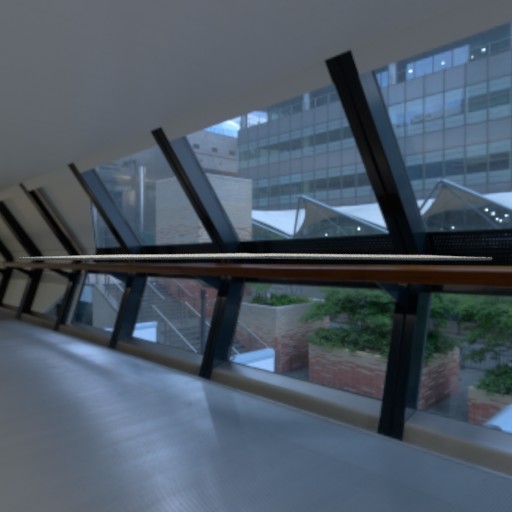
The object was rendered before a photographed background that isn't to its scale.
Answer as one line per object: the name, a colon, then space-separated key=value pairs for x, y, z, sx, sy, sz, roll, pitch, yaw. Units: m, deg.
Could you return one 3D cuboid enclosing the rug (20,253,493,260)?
rug: x=0.000 y=0.000 z=2.990 sx=2.338 sy=0.030 sz=1.616 roll=0 pitch=1 yaw=1
